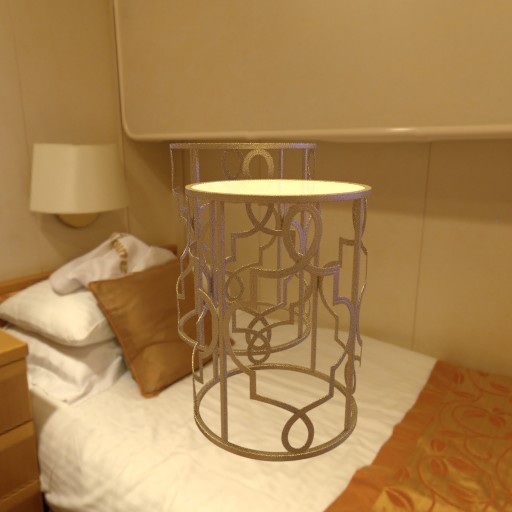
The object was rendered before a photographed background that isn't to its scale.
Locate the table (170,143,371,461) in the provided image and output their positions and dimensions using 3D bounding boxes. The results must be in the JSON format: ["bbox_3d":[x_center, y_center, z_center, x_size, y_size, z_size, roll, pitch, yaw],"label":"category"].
[{"bbox_3d":[0.000,0.000,1.146,0.420,0.564,0.846,-2,14,-10],"label":"table"}]
